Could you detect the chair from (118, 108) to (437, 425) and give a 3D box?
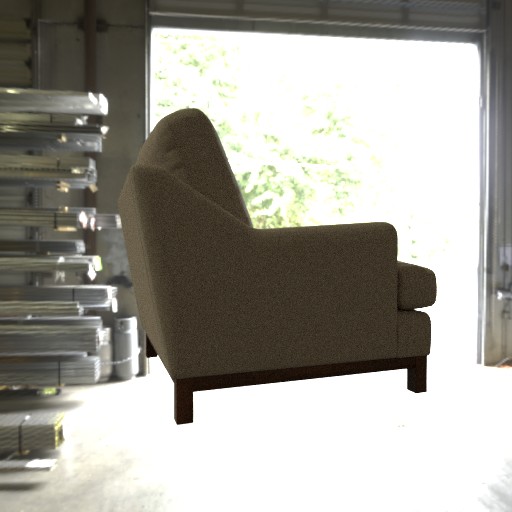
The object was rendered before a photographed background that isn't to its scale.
[{"bbox_3d":[0.000,0.000,1.737,1.001,0.916,0.912,0,1,-20],"label":"chair"}]
